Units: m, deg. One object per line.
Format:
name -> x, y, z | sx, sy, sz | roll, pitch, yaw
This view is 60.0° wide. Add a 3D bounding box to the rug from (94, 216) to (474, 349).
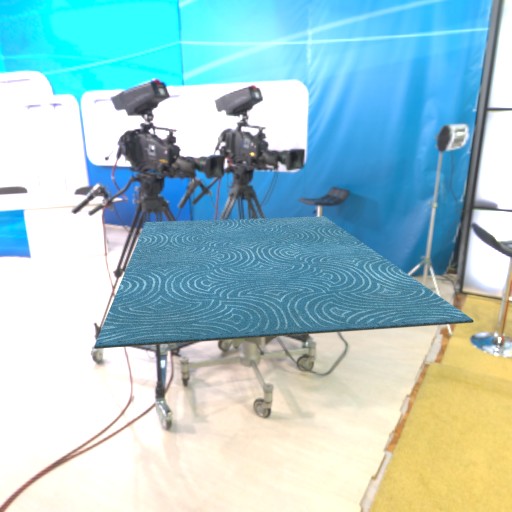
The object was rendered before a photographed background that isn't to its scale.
rug -> 0.000, 0.000, 2.777 | 1.543, 0.015, 2.144 | -2, 17, -8
